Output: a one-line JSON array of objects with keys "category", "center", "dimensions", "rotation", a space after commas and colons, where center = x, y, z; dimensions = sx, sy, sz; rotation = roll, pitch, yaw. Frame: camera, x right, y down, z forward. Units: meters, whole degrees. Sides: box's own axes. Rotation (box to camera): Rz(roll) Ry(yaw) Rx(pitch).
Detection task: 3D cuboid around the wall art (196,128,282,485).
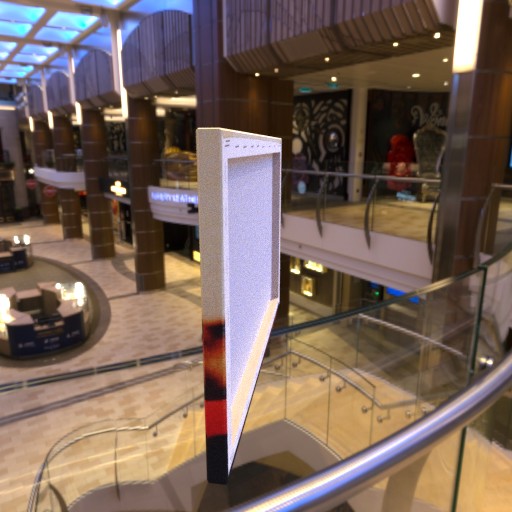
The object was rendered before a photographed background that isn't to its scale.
[{"category": "wall art", "center": [0.000, 0.000, 1.146], "dimensions": [0.038, 0.602, 0.918], "rotation": [2, 14, 8]}]
